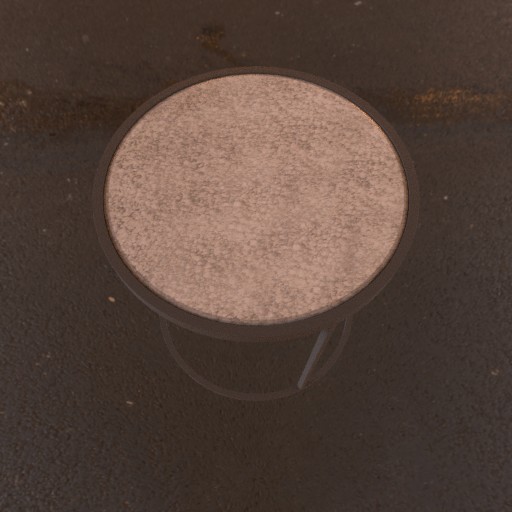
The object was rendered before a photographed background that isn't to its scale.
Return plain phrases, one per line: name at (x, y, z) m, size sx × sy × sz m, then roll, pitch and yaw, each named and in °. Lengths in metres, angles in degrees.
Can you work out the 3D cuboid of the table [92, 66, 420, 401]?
table at (0.000, 0.000, 0.867) m, size 0.470 × 0.498 × 0.470 m, roll 0°, pitch 63°, yaw 0°
